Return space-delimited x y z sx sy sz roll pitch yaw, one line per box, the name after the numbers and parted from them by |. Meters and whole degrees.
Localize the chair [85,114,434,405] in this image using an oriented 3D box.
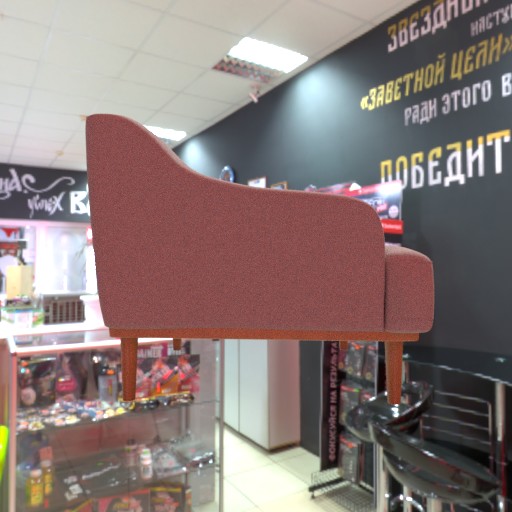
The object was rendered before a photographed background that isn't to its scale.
0.000 0.000 1.603 0.951 0.818 0.946 0 -1 1 | chair
